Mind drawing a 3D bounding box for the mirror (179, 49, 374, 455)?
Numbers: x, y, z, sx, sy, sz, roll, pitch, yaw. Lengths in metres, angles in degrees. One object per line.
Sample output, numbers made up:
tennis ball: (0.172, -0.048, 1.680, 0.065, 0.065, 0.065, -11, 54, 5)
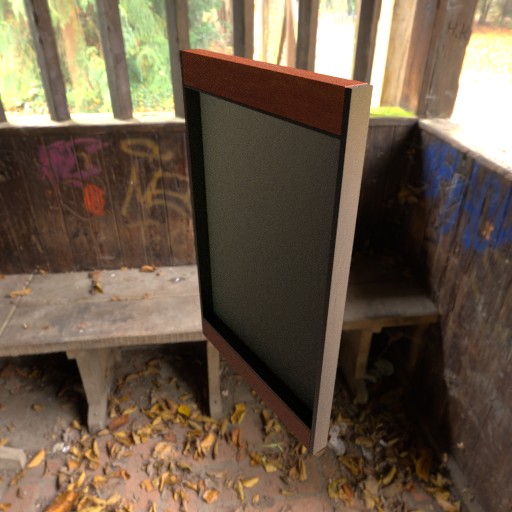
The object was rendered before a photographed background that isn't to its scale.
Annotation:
mirror: (0.000, 0.000, 1.023, 0.047, 0.823, 0.525, -20, 37, -30)
